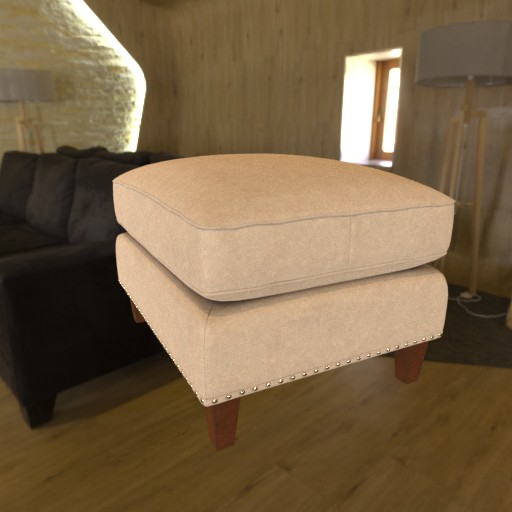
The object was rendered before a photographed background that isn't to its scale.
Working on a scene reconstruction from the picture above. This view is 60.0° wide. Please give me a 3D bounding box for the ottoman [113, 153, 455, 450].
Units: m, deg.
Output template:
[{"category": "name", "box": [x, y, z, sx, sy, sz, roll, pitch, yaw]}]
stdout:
[{"category": "ottoman", "box": [0.000, 0.000, 1.149, 0.584, 0.513, 0.741, -8, 18, -26]}]
